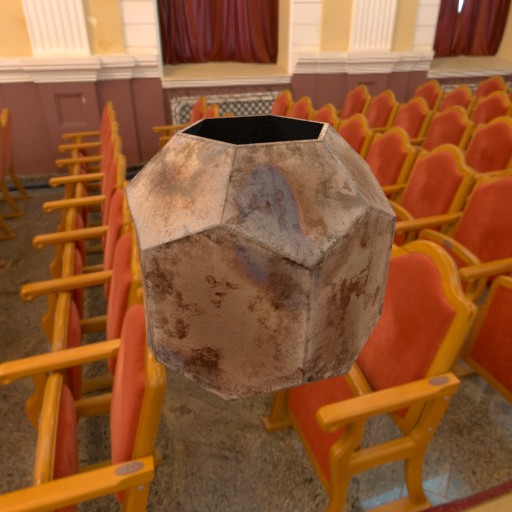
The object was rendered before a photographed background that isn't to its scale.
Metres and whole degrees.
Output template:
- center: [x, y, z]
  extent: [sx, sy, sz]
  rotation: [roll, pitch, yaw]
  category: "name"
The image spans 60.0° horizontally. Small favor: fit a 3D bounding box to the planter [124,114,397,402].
- center: [0.000, 0.000, 0.420]
  extent: [0.221, 0.238, 0.243]
  rotation: [-8, 28, -16]
  category: "planter"
